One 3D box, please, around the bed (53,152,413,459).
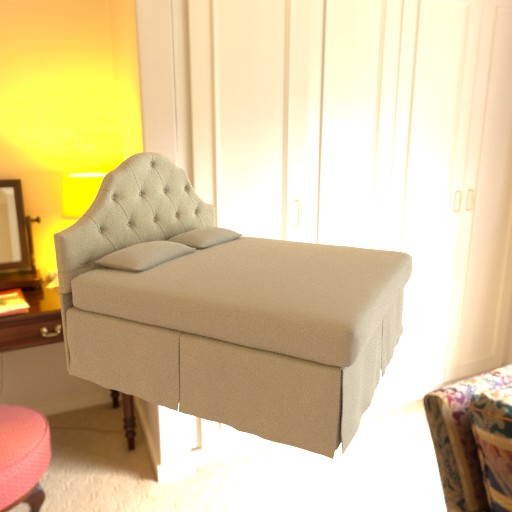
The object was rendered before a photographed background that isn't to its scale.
[{"bbox_3d":[0.000,0.000,3.405,2.086,1.555,2.012,7,15,27],"label":"bed"}]
